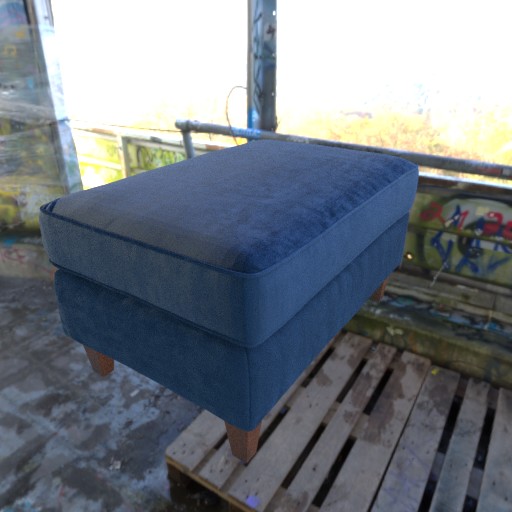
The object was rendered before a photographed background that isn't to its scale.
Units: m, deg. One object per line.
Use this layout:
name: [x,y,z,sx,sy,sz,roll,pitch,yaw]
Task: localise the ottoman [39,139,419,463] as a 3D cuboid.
ottoman: [0.000,0.000,1.184,0.583,0.484,0.862,17,31,31]
